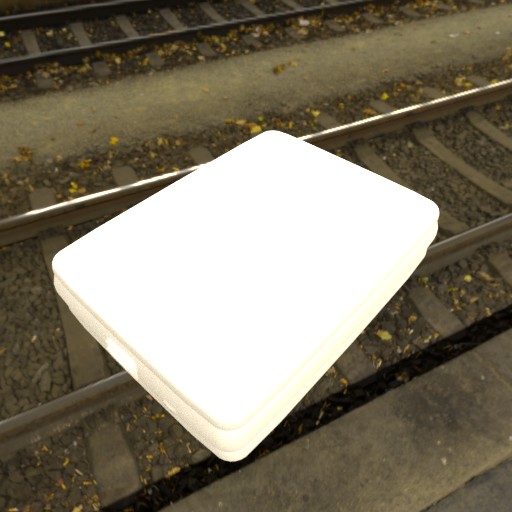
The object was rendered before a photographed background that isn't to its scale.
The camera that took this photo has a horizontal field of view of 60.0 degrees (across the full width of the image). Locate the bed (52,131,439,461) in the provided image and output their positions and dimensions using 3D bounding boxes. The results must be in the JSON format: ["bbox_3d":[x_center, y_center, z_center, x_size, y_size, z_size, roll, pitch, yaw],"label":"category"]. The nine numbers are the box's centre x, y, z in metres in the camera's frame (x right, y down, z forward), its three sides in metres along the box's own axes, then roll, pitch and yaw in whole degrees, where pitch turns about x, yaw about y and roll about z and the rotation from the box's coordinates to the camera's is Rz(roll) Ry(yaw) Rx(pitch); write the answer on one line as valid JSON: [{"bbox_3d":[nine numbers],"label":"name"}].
[{"bbox_3d":[0.000,0.000,2.742,1.520,0.460,2.036,33,54,28],"label":"bed"}]
